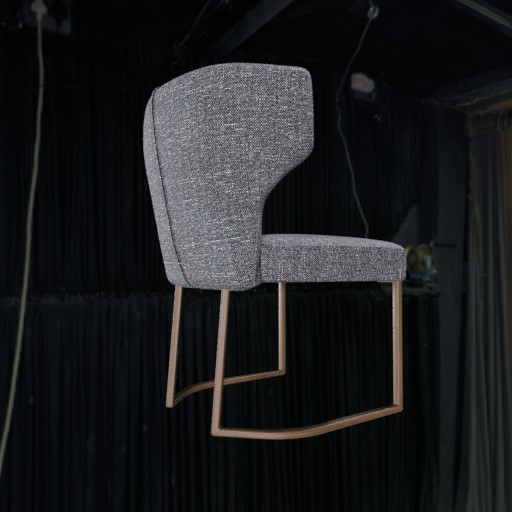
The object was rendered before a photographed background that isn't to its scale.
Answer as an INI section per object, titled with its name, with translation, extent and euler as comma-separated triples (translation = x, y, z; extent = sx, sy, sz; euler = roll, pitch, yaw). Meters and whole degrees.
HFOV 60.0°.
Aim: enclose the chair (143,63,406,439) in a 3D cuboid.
[chair]
translation = 0.000, 0.000, 1.230
extent = 0.617, 0.824, 0.611
euler = 1, -2, -35
